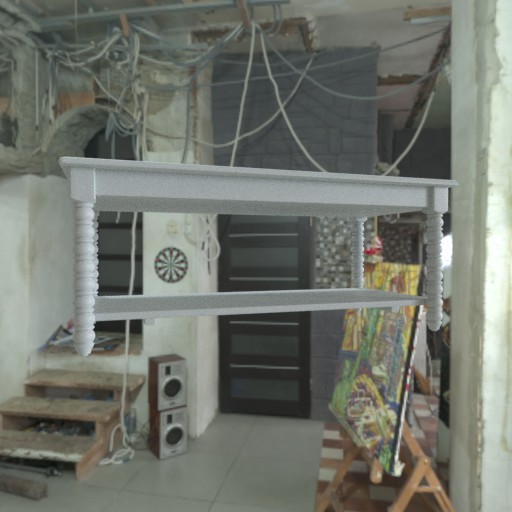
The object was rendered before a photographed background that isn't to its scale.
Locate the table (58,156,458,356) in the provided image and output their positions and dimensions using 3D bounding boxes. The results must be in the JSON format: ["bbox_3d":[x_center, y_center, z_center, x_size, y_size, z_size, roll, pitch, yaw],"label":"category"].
[{"bbox_3d":[0.000,0.000,1.501,1.171,0.487,0.580,0,1,-19],"label":"table"}]
